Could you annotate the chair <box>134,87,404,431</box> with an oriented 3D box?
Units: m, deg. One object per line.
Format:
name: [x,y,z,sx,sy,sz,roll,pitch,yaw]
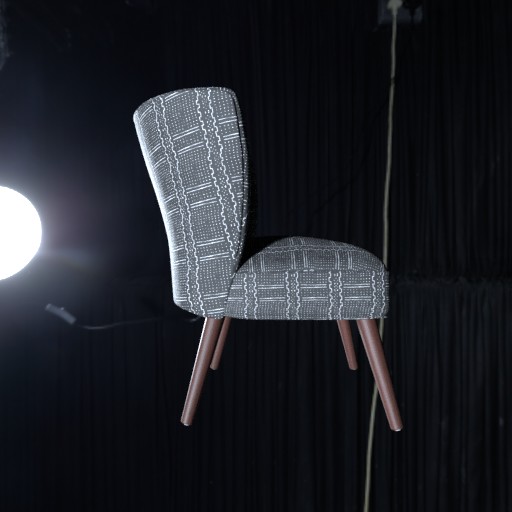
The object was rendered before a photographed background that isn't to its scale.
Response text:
chair: [0.000,0.000,1.413,0.758,0.866,0.710,0,0,2]
